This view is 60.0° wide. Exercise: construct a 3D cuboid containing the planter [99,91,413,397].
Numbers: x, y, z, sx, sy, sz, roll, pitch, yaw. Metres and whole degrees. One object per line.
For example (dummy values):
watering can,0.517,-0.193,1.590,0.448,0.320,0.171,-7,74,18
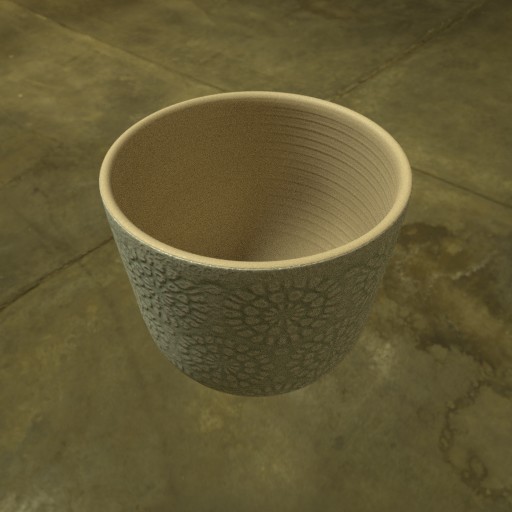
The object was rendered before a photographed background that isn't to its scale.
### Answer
planter,0.000,0.000,0.299,0.169,0.153,0.169,0,45,0
